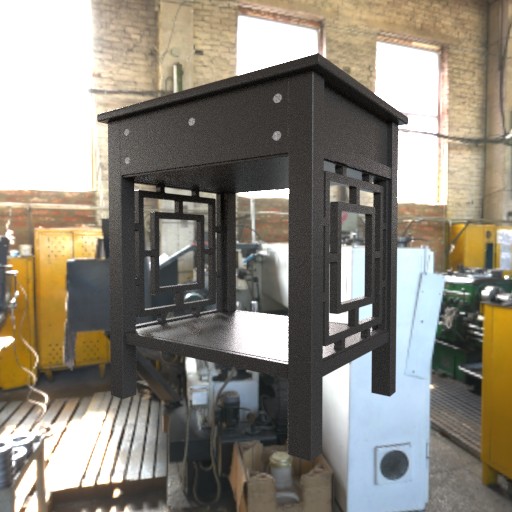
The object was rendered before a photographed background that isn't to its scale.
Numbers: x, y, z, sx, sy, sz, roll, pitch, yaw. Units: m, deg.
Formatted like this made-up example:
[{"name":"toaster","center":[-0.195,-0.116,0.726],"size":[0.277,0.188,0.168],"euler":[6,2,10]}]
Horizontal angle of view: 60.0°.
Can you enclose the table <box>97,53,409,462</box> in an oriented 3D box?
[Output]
[{"name":"table","center":[0.000,0.000,1.032],"size":[0.564,0.646,0.451],"euler":[1,3,36]}]
